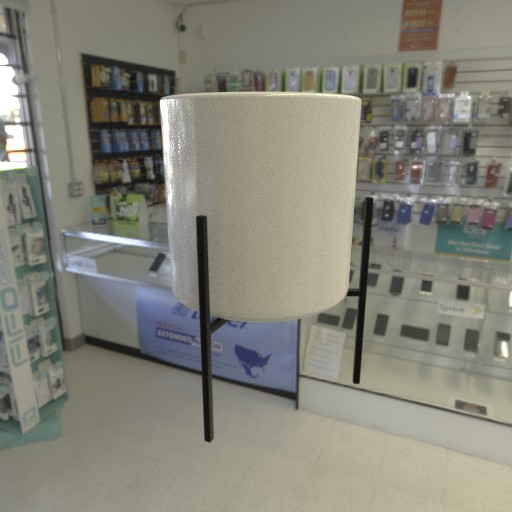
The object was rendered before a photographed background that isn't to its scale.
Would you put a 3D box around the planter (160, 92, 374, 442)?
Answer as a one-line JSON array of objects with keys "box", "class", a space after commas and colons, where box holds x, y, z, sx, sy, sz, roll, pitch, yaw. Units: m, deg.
[{"box": [0.000, 0.000, 0.530, 0.239, 0.356, 0.239, 8, 18, 26], "class": "planter"}]
